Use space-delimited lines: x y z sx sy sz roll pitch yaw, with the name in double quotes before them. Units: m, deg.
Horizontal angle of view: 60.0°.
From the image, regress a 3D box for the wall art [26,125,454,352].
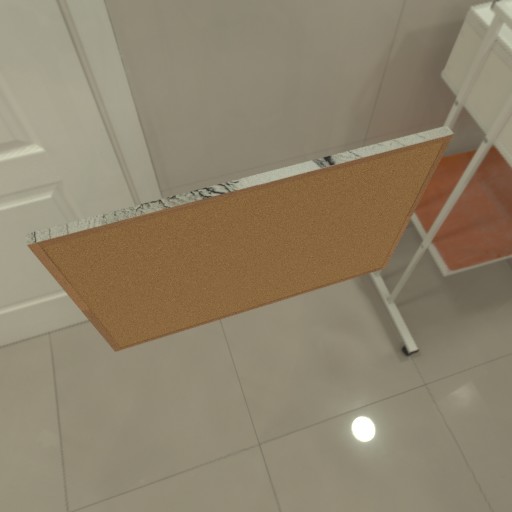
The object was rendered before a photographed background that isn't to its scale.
"wall art" 0.000 0.000 1.462 1.141 0.758 0.035 -16 60 -9
